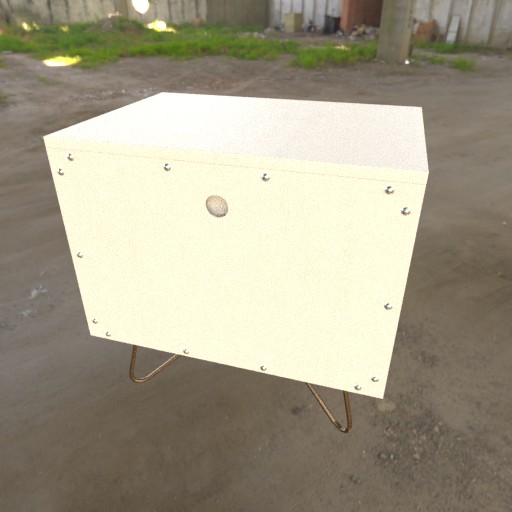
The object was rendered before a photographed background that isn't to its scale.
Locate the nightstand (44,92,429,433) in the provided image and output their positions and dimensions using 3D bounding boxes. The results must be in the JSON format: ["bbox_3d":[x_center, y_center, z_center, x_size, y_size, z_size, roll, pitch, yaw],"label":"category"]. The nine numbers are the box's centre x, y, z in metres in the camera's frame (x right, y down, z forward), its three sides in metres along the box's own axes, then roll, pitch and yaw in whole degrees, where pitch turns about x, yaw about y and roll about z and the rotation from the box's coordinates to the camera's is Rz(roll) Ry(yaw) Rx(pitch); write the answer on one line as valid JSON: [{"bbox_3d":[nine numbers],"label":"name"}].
[{"bbox_3d":[0.000,0.000,1.001,0.614,0.604,0.447,9,31,14],"label":"nightstand"}]
